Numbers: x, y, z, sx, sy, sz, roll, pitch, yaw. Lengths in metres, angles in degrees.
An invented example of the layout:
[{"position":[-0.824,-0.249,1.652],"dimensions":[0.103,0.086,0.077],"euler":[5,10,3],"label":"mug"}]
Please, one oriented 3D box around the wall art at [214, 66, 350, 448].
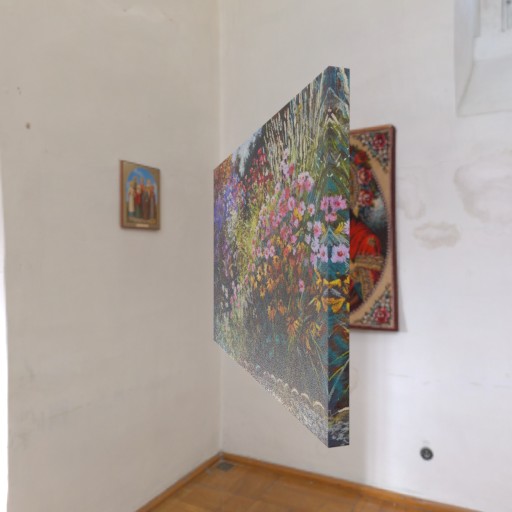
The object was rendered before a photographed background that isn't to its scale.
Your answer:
[{"position":[0.000,0.000,1.140],"dimensions":[0.037,0.604,0.908],"euler":[0,0,-17],"label":"wall art"}]
